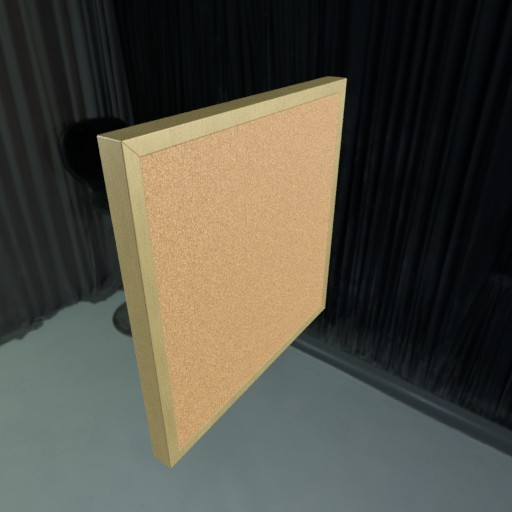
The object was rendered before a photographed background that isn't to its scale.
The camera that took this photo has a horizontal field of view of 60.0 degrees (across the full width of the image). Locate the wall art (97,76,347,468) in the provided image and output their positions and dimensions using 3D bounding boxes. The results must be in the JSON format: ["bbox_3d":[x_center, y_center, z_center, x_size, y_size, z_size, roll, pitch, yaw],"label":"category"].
[{"bbox_3d":[0.000,0.000,0.747,0.038,0.508,0.508,19,35,30],"label":"wall art"}]
